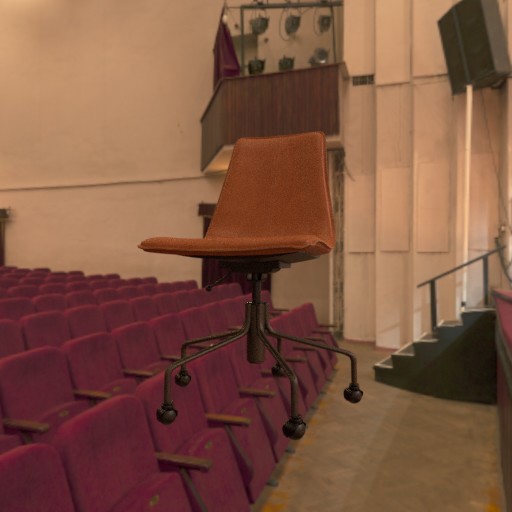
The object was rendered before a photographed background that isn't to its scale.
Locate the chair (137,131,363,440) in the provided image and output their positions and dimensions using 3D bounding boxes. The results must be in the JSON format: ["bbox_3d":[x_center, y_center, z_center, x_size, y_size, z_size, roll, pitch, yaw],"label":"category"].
[{"bbox_3d":[0.000,0.000,1.407,0.651,0.920,0.660,0,0,18],"label":"chair"}]
